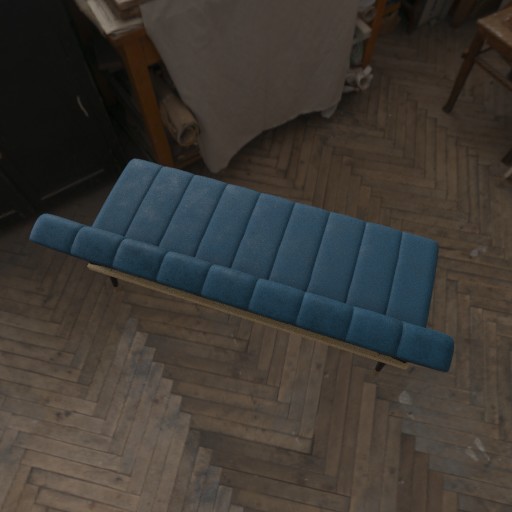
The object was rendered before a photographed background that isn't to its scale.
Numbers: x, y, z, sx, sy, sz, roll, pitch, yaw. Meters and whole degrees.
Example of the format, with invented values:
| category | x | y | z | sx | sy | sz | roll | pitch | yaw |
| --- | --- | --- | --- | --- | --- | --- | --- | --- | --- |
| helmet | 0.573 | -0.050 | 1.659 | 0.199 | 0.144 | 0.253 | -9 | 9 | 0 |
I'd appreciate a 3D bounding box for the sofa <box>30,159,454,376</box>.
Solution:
| category | x | y | z | sx | sy | sz | roll | pitch | yaw |
| --- | --- | --- | --- | --- | --- | --- | --- | --- | --- |
| sofa | 0.000 | 0.000 | 2.294 | 1.810 | 0.825 | 0.830 | 16 | 65 | 8 |
